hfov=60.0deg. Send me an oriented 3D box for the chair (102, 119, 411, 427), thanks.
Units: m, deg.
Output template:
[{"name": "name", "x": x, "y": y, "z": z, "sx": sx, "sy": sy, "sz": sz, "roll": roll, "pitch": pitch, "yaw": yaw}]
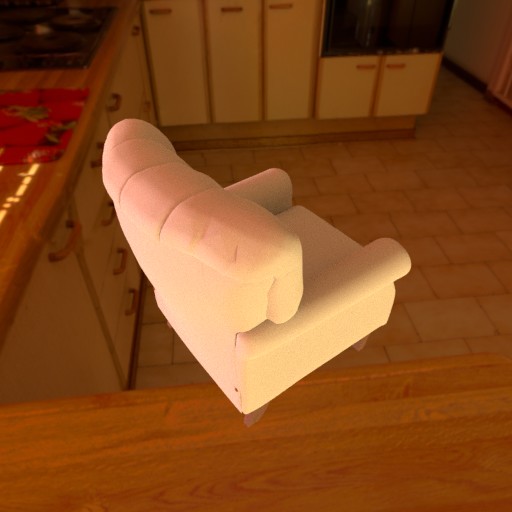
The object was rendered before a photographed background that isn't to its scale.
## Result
[{"name": "chair", "x": 0.000, "y": 0.000, "z": 2.081, "sx": 1.128, "sy": 1.217, "sz": 1.090, "roll": -26, "pitch": 47, "yaw": -27}]
